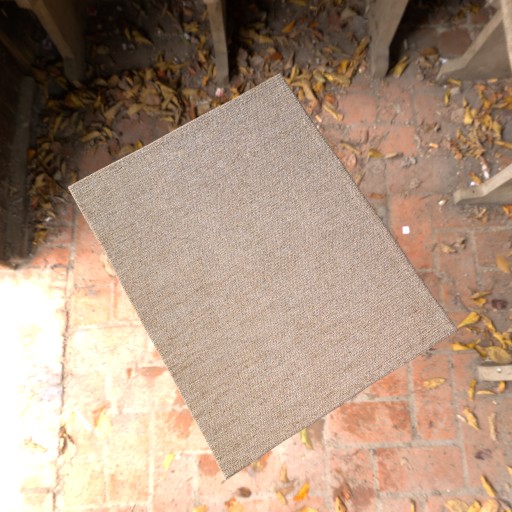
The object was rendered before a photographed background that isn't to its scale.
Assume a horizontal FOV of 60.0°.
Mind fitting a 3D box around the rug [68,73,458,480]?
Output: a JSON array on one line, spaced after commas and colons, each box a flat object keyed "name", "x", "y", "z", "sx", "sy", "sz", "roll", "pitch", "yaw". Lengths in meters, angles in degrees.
[{"name": "rug", "x": 0.000, "y": 0.000, "z": 4.121, "sx": 2.406, "sy": 0.012, "sz": 3.034, "roll": -30, "pitch": 79, "yaw": -6}]
